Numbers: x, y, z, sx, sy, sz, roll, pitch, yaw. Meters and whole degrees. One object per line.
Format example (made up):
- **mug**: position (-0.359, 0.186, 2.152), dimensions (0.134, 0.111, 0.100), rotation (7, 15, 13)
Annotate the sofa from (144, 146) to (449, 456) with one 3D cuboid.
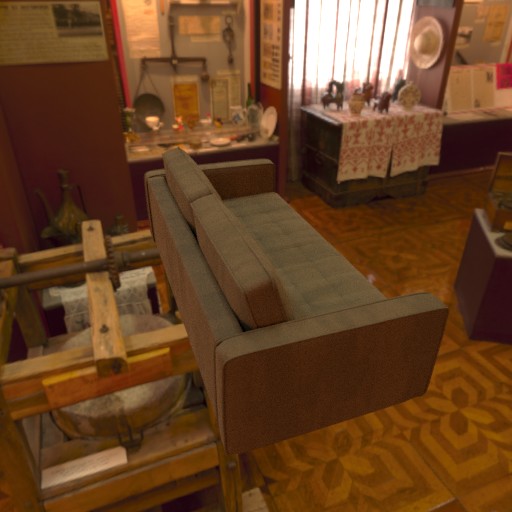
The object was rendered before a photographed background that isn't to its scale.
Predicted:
- **sofa**: position (0.000, 0.000, 2.415), dimensions (0.924, 0.825, 1.920), rotation (-10, 32, -17)
